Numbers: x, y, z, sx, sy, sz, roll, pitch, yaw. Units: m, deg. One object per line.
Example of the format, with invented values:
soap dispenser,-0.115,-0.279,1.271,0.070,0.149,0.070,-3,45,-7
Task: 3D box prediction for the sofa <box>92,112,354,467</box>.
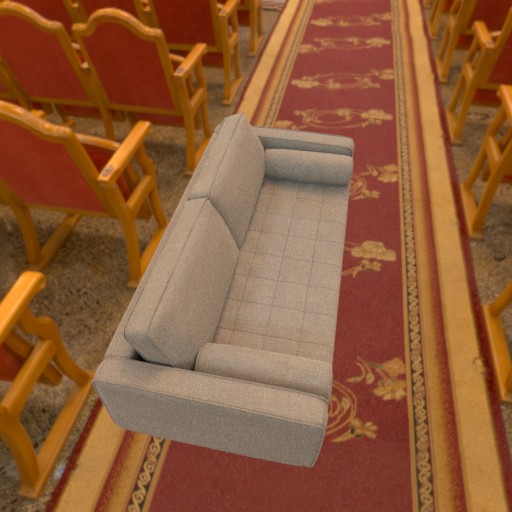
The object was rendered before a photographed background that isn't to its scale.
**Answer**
sofa,0.000,0.000,2.348,0.914,0.762,1.879,9,48,8
